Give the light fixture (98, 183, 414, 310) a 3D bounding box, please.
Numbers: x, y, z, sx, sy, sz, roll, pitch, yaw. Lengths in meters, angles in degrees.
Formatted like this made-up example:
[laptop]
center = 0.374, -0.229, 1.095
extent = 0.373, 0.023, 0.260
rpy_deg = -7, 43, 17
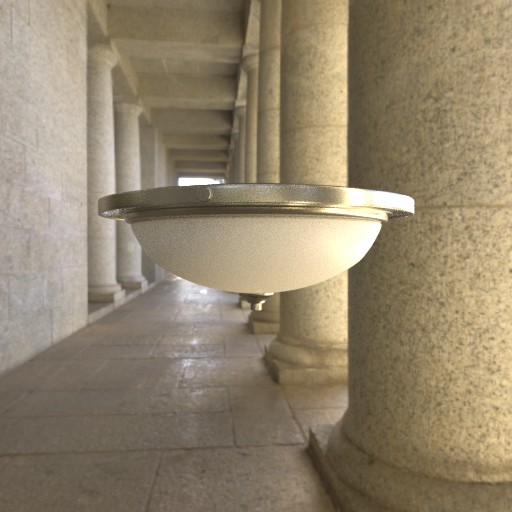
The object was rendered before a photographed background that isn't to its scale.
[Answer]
[light fixture]
center = 0.000, 0.000, 0.537
extent = 0.361, 0.130, 0.361
rpy_deg = 0, 1, 0
